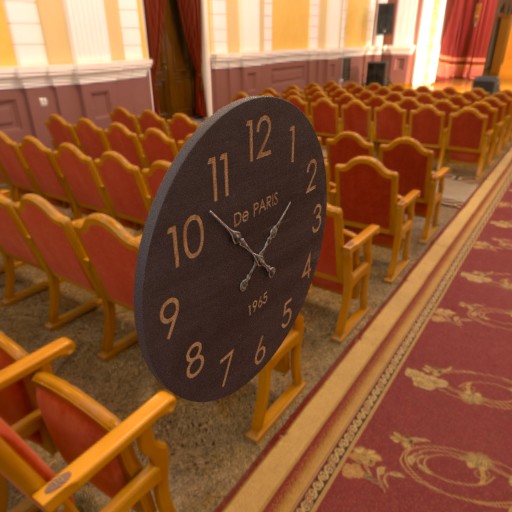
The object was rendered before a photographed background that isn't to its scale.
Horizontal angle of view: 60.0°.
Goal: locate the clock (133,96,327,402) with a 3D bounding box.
[{"bbox_3d":[0.000,0.000,0.876,0.029,0.595,0.595,17,31,31],"label":"clock"}]
